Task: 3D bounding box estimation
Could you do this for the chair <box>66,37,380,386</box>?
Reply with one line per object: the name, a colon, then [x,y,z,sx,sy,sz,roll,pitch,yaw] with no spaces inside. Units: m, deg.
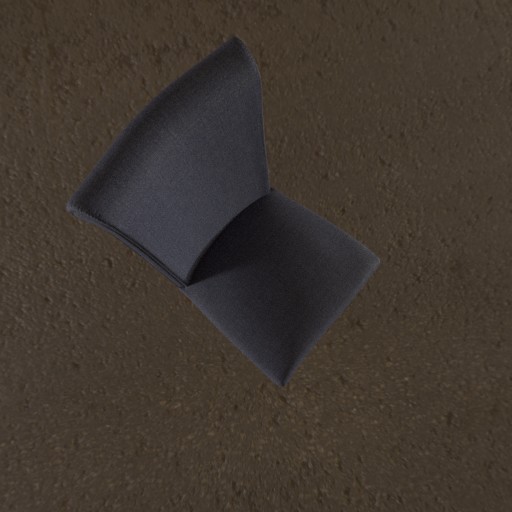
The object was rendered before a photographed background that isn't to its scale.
chair: [0.000,0.000,1.324,0.608,0.988,0.513,39,79,9]
